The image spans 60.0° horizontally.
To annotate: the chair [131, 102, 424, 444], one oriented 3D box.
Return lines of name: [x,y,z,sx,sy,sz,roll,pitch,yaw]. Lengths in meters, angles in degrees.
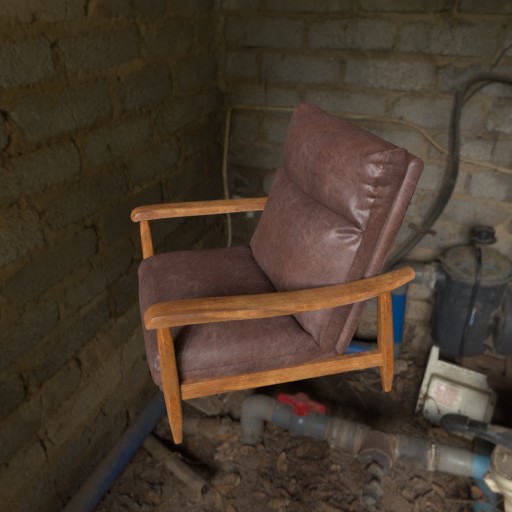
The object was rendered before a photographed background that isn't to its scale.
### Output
chair: [0.000,0.000,1.551,0.830,0.897,0.782,-8,31,-14]
